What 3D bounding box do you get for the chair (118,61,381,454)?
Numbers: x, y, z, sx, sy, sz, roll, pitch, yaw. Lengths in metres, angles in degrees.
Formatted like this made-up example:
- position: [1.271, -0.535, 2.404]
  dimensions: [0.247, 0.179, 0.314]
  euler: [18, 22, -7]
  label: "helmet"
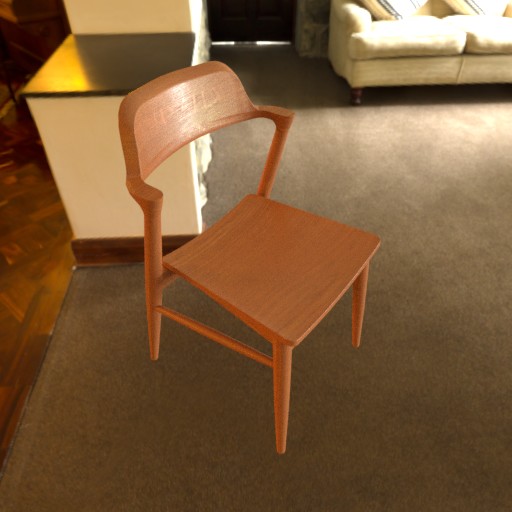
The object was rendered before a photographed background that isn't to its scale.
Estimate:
- position: [0.000, 0.000, 1.125]
  dimensions: [0.499, 0.801, 0.496]
  euler: [26, 48, 27]
  label: "chair"
